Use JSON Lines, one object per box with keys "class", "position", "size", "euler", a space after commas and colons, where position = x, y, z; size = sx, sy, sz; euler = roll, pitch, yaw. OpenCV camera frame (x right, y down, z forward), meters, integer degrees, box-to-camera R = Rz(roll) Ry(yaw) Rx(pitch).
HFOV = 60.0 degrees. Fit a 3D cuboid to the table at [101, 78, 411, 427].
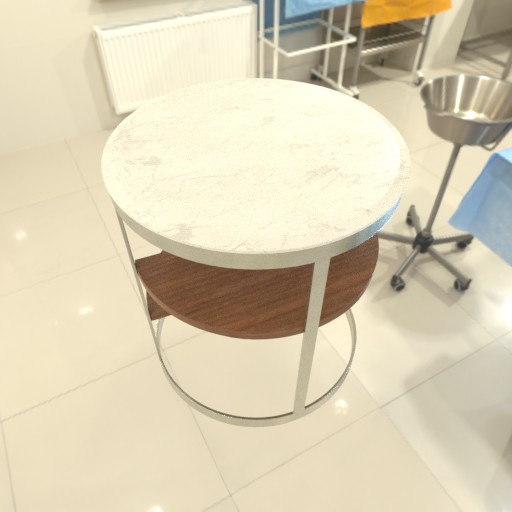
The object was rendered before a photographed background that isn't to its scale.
{"class": "table", "position": [0.000, 0.000, 0.756], "size": [0.407, 0.447, 0.407], "euler": [0, 46, 0]}
